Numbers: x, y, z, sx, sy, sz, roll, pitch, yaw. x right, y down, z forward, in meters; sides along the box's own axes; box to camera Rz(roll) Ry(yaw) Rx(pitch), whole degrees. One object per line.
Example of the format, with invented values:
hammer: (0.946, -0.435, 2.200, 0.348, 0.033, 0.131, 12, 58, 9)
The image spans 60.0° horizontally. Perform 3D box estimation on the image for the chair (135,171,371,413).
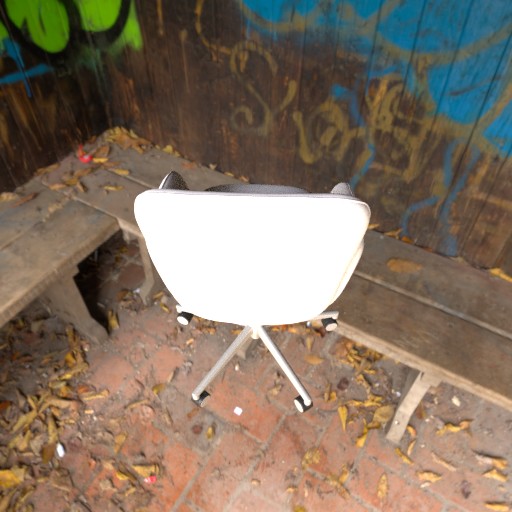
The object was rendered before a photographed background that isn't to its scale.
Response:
chair: (0.000, 0.000, 1.407, 0.648, 0.959, 0.633, 2, 46, 2)
